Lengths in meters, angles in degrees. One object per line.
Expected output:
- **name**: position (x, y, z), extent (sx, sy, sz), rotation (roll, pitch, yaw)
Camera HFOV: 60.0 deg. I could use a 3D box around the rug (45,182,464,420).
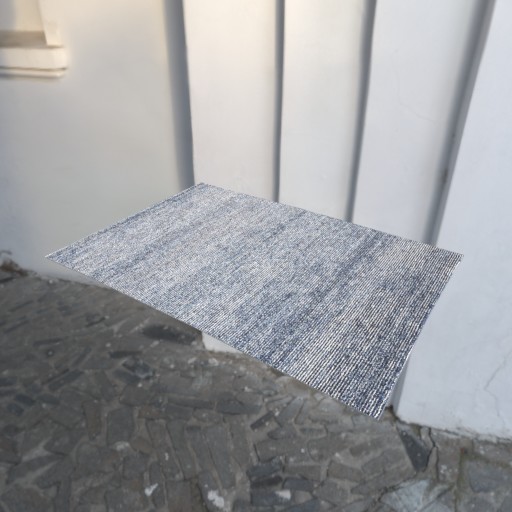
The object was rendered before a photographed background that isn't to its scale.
- **rug**: position (0.000, 0.000, 2.998), extent (2.349, 0.030, 1.624), rotation (19, 36, 29)
